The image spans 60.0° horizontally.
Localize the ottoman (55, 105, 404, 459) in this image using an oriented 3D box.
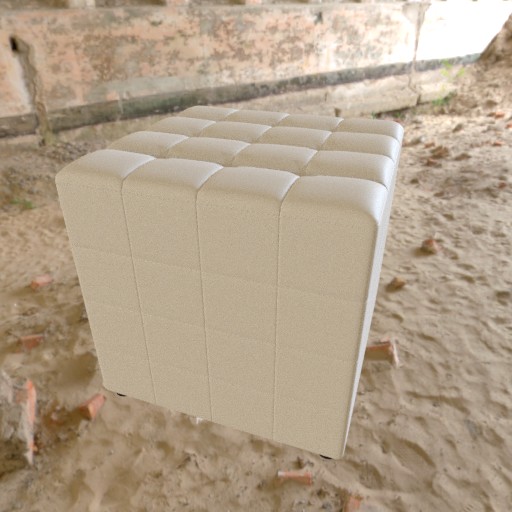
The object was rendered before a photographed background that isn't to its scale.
[{"bbox_3d":[0.000,0.000,0.797,0.425,0.432,0.425,10,32,17],"label":"ottoman"}]
